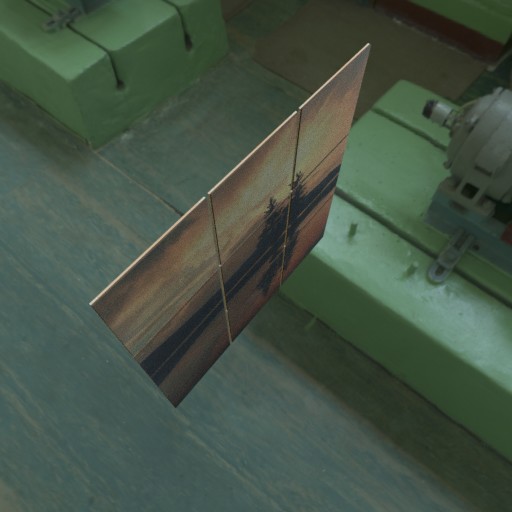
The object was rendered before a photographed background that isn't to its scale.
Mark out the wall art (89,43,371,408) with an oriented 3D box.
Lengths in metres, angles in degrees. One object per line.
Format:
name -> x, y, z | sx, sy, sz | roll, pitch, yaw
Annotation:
wall art -> 0.000, 0.000, 1.784 | 0.013, 1.218, 1.216 | 35, 66, 18
